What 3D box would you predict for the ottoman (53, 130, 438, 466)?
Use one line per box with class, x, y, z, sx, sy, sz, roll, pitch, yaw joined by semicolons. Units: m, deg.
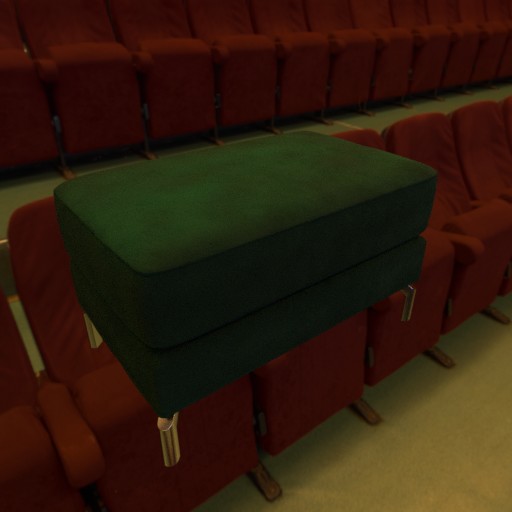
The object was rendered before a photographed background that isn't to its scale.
ottoman;0.000;0.000;1.241;0.886;0.533;0.536;-21;36;-32
